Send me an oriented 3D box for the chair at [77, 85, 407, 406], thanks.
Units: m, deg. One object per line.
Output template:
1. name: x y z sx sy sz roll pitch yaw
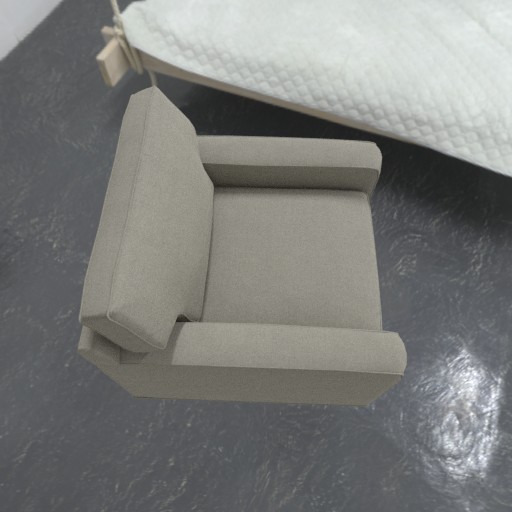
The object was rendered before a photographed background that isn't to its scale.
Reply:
1. chair: 0.000 0.000 1.785 1.044 0.934 0.999 2 62 1
